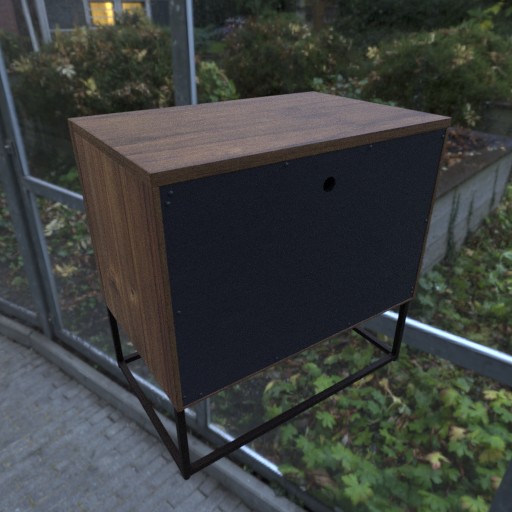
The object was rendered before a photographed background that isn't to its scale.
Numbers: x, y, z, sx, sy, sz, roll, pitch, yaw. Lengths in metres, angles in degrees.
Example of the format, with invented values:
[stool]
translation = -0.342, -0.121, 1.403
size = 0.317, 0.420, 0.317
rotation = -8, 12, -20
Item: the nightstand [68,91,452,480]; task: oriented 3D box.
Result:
[nightstand]
translation = 0.000, 0.000, 0.997
size = 0.610, 0.610, 0.437
rotation = -18, 33, -30
